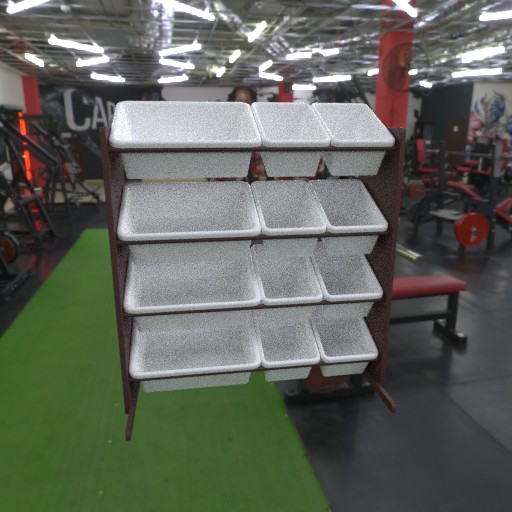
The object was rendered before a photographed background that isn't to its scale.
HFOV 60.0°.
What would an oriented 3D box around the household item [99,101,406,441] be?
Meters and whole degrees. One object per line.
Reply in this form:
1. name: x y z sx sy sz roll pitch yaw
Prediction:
1. household item: 0.000 0.000 1.286 0.787 0.864 0.389 -3 16 -9
